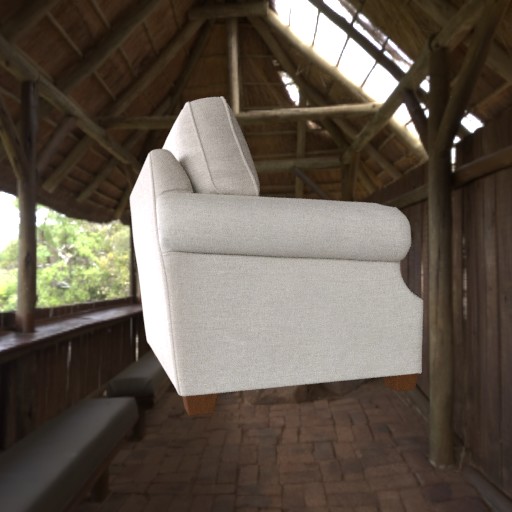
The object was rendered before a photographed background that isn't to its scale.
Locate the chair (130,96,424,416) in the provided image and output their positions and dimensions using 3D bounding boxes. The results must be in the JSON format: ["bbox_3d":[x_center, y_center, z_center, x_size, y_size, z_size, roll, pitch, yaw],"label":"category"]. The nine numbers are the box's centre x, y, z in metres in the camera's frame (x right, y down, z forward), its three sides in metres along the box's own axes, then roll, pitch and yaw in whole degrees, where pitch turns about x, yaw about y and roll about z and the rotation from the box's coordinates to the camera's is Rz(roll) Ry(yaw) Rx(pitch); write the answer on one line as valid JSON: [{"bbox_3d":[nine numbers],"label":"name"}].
[{"bbox_3d":[0.000,0.000,1.850,0.965,0.961,1.092,0,-1,-19],"label":"chair"}]
